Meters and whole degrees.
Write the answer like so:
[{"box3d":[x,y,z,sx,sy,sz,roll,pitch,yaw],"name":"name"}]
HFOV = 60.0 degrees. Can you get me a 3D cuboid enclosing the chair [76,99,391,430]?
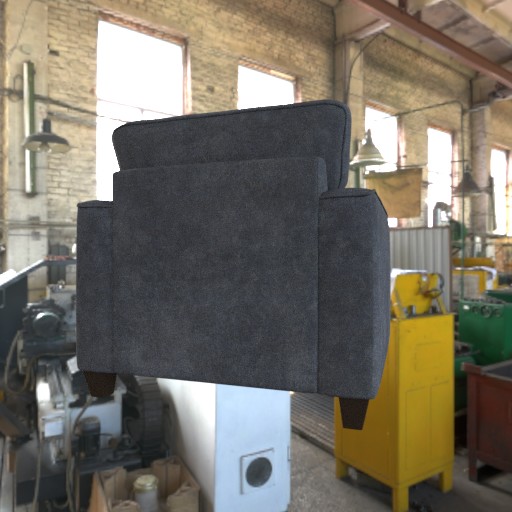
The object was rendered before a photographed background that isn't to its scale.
[{"box3d":[0.000,0.000,1.774,1.015,0.965,0.939,0,0,19],"name":"chair"}]
